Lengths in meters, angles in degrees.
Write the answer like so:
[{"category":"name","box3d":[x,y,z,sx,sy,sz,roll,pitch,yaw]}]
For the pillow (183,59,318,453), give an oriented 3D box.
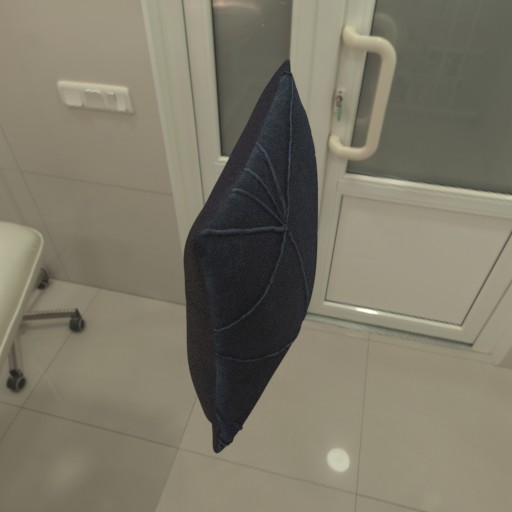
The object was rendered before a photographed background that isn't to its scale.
[{"category":"pillow","box3d":[0.000,0.000,0.674,0.183,0.440,0.439,10,46,10]}]
